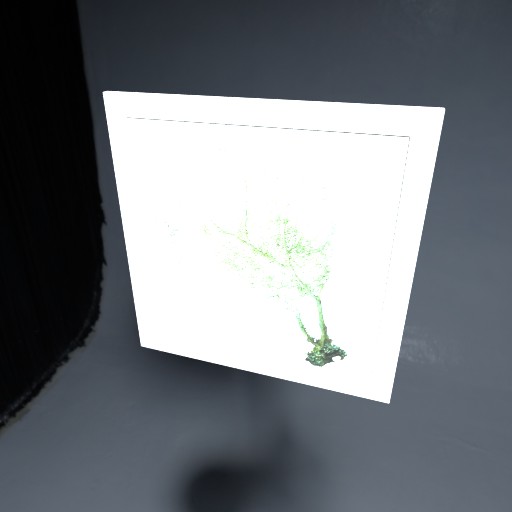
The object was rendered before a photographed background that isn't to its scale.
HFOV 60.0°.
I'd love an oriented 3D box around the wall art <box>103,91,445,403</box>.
[{"bbox_3d":[0.000,0.000,0.871,0.584,0.584,0.013,9,29,16],"label":"wall art"}]
